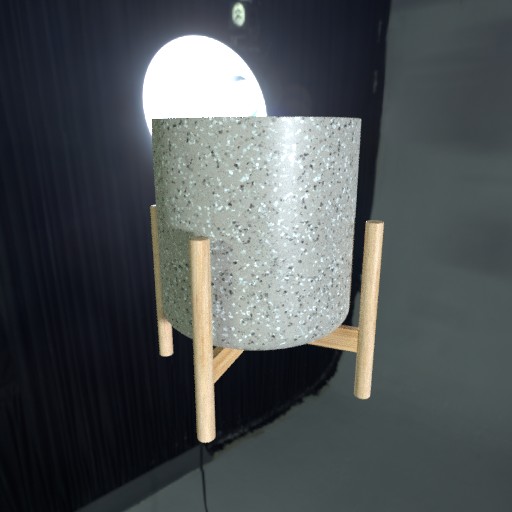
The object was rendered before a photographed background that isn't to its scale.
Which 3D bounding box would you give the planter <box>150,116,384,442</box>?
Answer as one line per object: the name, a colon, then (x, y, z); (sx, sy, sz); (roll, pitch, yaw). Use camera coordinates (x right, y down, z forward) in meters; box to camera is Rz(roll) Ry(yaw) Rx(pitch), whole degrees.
planter: (0.000, 0.000, 0.711); (0.360, 0.419, 0.360); (15, 22, 42)
